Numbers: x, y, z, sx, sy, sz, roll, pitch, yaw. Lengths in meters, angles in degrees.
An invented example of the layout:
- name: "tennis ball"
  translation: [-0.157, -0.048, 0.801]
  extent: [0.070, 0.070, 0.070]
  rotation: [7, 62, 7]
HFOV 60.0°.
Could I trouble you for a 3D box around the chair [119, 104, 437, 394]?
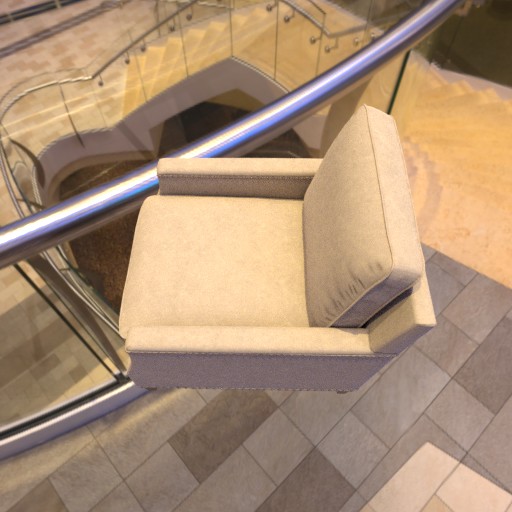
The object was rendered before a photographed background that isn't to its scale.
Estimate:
- name: "chair"
  translation: [0.000, 0.000, 1.718]
  extent: [1.014, 0.943, 0.853]
  rotation: [1, 58, 1]
